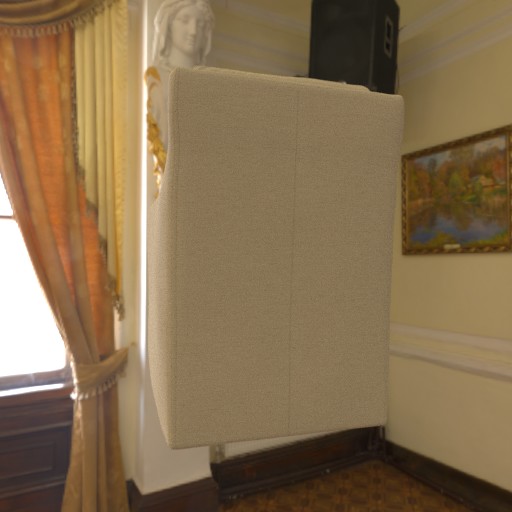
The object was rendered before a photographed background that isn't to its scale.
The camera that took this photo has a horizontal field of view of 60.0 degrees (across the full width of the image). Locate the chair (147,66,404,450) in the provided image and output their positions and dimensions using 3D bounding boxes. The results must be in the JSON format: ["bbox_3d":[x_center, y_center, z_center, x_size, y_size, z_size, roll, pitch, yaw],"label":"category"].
[{"bbox_3d":[0.000,0.000,1.352,0.626,0.914,0.694,0,-1,-17],"label":"chair"}]
